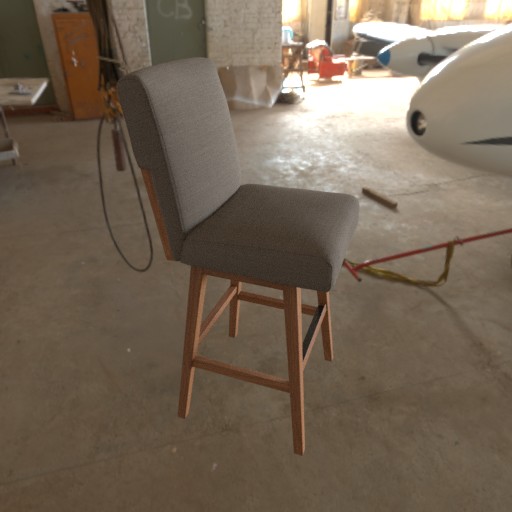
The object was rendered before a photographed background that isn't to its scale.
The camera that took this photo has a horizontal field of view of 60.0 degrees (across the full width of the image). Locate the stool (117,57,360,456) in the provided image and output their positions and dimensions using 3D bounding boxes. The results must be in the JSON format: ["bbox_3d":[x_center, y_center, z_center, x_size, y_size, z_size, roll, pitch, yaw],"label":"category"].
[{"bbox_3d":[0.000,0.000,1.399,0.570,1.112,0.483,10,32,17],"label":"stool"}]
